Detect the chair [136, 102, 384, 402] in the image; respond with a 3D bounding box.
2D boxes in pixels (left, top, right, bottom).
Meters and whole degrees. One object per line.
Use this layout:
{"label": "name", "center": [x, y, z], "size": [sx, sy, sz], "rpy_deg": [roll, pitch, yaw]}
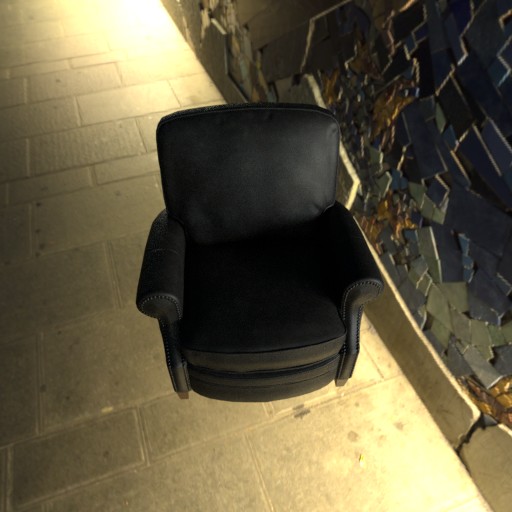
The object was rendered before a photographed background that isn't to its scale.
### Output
{"label": "chair", "center": [0.000, 0.000, 1.884], "size": [0.936, 1.018, 0.986], "rpy_deg": [-4, 48, -3]}
